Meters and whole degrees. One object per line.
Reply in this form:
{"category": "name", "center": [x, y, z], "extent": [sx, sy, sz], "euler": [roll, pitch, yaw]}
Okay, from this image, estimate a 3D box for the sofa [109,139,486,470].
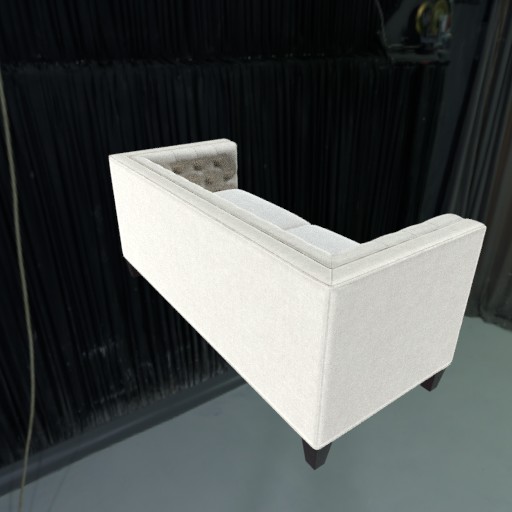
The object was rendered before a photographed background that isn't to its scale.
{"category": "sofa", "center": [0.000, 0.000, 2.192], "extent": [0.775, 0.762, 1.778], "euler": [-18, 32, -31]}
